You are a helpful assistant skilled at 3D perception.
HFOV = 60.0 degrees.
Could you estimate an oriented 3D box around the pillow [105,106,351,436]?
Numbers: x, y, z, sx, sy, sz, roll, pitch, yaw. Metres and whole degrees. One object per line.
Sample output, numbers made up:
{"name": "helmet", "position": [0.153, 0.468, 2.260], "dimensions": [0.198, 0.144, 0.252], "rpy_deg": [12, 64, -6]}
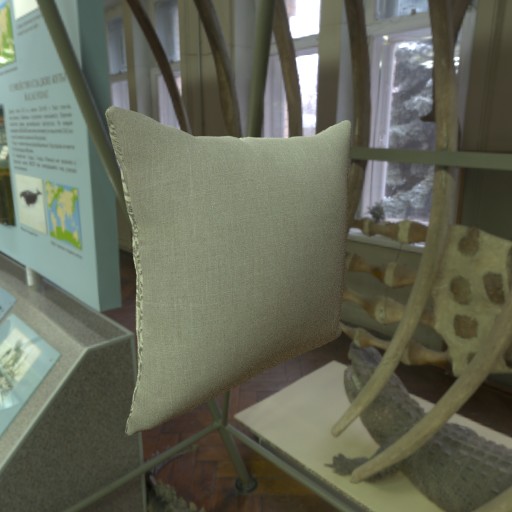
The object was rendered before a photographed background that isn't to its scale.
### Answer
{"name": "pillow", "position": [0.000, 0.000, 0.797], "dimensions": [0.546, 0.487, 0.180], "rpy_deg": [-14, 20, -43]}
